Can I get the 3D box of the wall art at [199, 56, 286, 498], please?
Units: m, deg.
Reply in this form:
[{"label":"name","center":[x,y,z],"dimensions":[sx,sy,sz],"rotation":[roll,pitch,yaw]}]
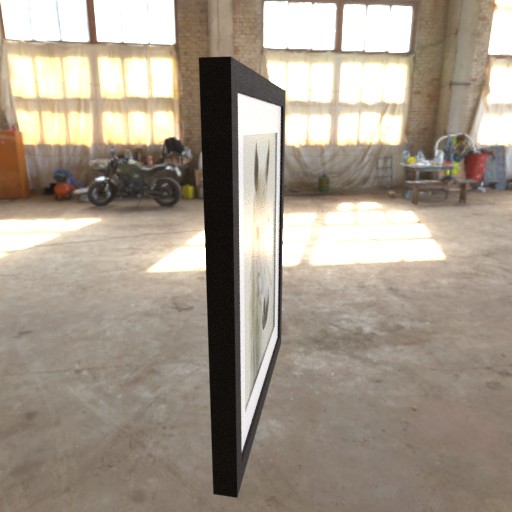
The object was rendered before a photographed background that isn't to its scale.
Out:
[{"label":"wall art","center":[0.000,0.000,0.742],"dimensions":[0.034,0.552,0.455],"rotation":[3,17,10]}]
